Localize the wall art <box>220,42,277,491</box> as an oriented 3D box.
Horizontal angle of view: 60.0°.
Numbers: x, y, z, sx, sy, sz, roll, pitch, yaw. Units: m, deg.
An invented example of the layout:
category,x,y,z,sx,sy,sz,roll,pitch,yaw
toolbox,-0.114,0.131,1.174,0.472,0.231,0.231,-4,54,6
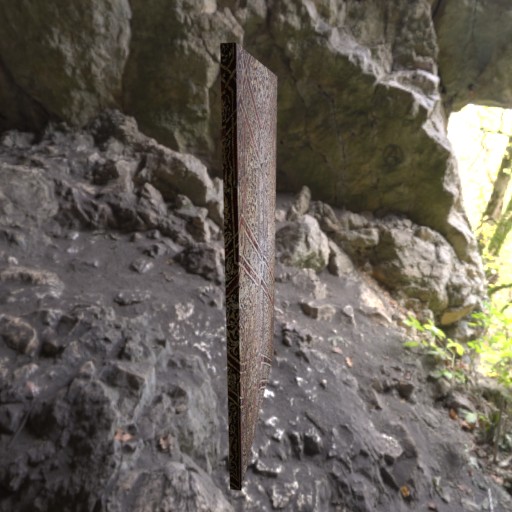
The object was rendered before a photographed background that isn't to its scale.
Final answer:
category,x,y,z,sx,sy,sz,roll,pitch,yaw
wall art,0.000,0.000,0.751,0.020,0.599,0.397,3,17,9
